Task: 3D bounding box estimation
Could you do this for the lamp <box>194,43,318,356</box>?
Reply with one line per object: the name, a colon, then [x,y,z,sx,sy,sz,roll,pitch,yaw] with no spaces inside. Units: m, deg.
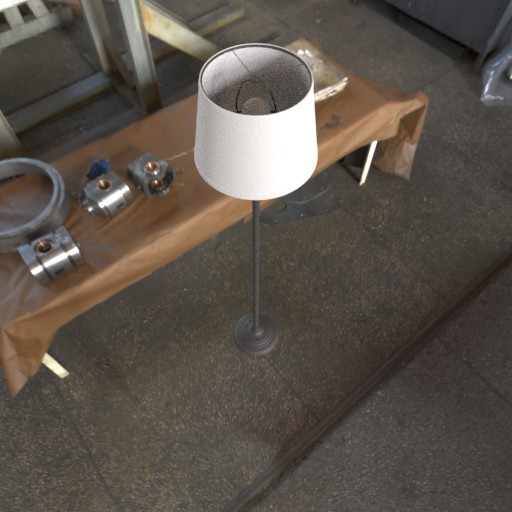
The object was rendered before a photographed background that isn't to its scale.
lamp: [0.000,0.000,1.622,0.327,1.506,0.327,15,59,9]
